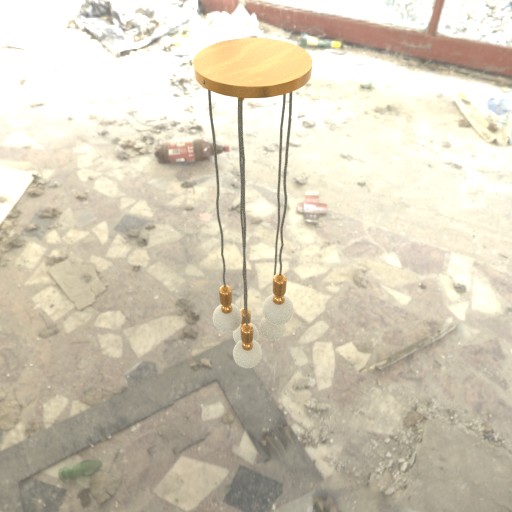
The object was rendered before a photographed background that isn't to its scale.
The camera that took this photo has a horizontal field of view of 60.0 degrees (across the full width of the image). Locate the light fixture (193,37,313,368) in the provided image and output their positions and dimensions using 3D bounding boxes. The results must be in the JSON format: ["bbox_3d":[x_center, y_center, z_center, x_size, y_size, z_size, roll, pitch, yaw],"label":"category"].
[{"bbox_3d":[0.000,0.000,0.521,0.105,0.457,0.108,-31,53,-26],"label":"light fixture"}]
